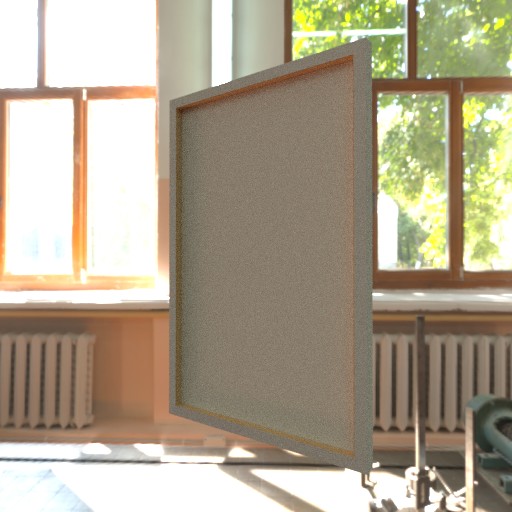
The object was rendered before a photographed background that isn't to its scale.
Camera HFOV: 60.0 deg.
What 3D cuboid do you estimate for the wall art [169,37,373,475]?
[{"bbox_3d":[0.000,0.000,1.123,0.607,0.912,0.038,0,-1,37],"label":"wall art"}]
